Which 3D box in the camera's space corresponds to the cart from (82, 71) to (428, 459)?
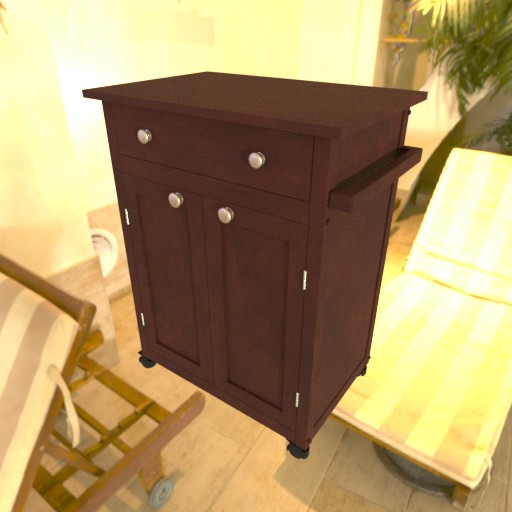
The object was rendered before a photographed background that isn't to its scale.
[{"bbox_3d":[0.000,0.000,1.224,0.683,0.864,0.442,19,34,31],"label":"cart"}]
